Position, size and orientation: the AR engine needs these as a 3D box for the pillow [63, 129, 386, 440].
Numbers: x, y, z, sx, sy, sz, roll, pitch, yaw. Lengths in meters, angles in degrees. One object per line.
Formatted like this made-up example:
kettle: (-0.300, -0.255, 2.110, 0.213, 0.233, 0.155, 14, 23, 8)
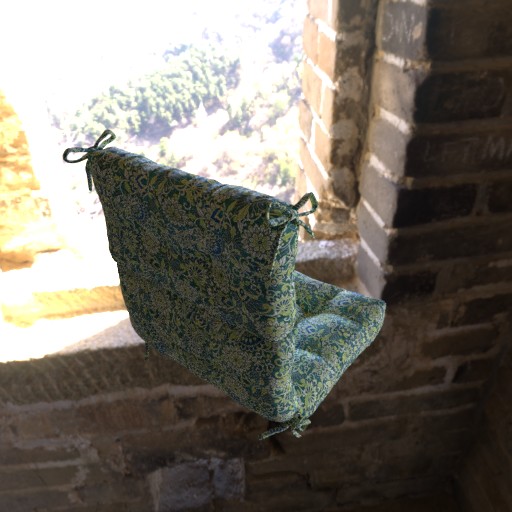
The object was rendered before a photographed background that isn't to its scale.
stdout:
pillow: (0.000, 0.000, 1.033, 0.519, 0.605, 0.571, 22, 38, 31)
